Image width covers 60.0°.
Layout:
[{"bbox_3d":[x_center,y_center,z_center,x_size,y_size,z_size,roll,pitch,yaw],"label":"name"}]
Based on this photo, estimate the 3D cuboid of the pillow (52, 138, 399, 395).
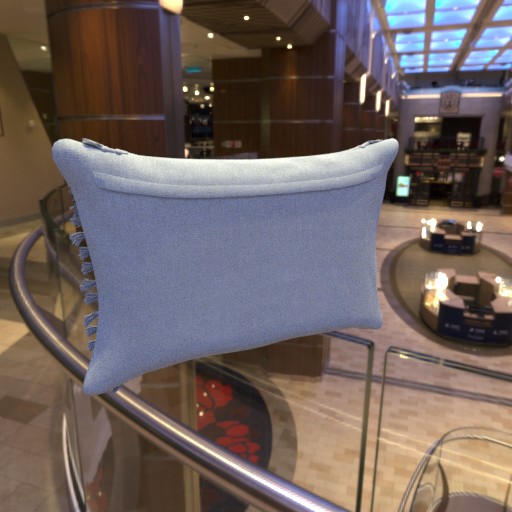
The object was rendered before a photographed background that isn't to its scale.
[{"bbox_3d":[0.000,0.000,0.590,0.466,0.305,0.084,-8,17,-25],"label":"pillow"}]
